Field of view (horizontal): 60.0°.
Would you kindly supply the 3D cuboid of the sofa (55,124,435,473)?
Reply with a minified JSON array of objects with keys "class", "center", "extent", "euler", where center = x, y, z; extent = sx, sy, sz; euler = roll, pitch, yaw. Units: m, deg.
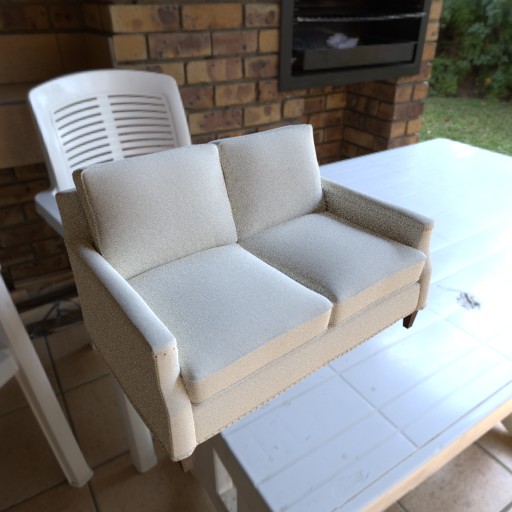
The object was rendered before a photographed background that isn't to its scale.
[{"class":"sofa","center":[0.000,0.000,2.220],"extent":[1.597,1.003,1.084],"euler":[-21,36,-32]}]
